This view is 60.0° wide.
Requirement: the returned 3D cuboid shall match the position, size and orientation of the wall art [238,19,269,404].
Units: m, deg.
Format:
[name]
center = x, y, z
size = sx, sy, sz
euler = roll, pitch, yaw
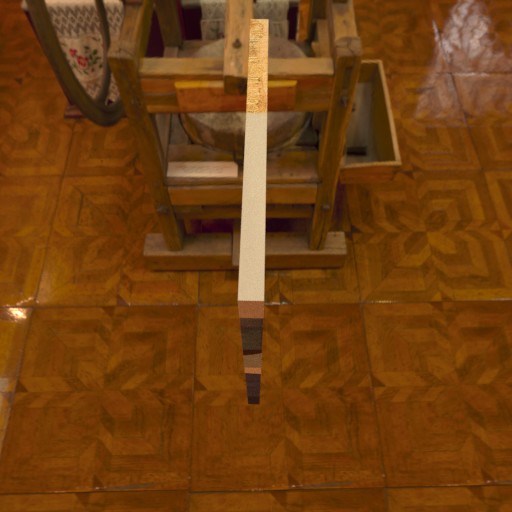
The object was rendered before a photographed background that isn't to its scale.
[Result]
[wall art]
center = 0.000, 0.000, 1.161
size = 0.039, 0.911, 0.607
euler = 1, 63, 0
